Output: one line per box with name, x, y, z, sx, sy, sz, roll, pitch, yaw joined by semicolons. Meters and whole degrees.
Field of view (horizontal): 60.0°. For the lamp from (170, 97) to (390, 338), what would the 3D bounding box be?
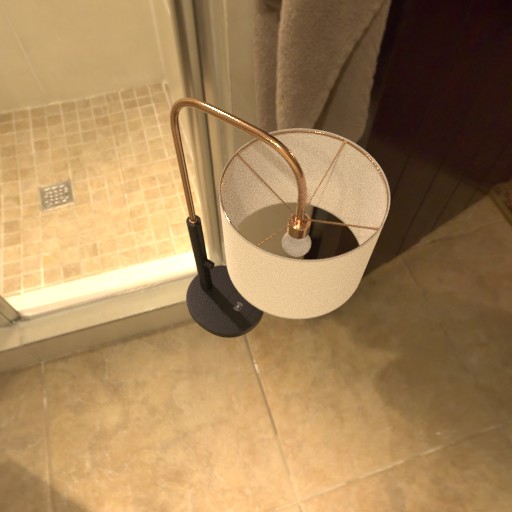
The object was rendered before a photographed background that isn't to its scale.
lamp;0.000;0.000;0.723;0.337;0.540;0.199;31;63;18
